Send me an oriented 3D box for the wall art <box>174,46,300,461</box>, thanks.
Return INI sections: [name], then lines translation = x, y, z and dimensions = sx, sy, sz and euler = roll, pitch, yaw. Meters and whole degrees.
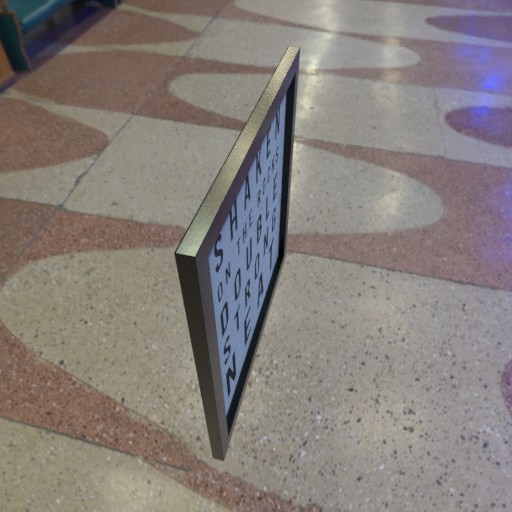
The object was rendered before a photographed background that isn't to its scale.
[wall art]
translation = 0.000, 0.000, 0.521
dimensions = 0.014, 0.349, 0.349
euler = 11, 47, 10
